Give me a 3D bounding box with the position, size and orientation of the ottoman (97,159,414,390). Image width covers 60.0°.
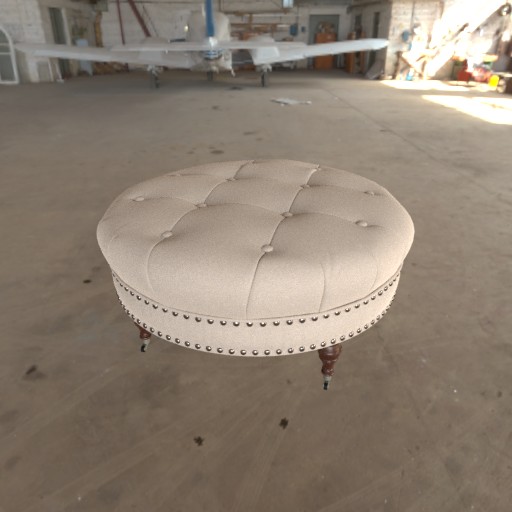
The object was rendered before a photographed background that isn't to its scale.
[{"bbox_3d":[0.000,0.000,1.369,0.901,0.439,0.901,0,27,0],"label":"ottoman"}]
